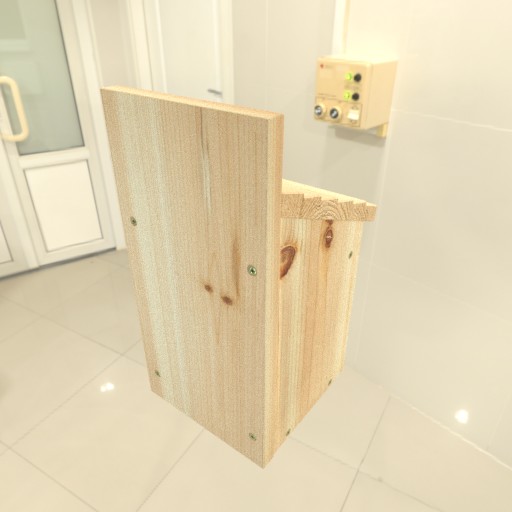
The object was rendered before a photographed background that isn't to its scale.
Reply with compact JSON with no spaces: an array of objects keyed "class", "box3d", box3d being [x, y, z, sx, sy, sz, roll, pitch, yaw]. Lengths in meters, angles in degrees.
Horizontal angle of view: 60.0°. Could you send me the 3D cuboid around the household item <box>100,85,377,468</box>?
[{"class":"household item","box3d":[0.000,0.000,0.406,0.149,0.300,0.171,21,37,32]}]
